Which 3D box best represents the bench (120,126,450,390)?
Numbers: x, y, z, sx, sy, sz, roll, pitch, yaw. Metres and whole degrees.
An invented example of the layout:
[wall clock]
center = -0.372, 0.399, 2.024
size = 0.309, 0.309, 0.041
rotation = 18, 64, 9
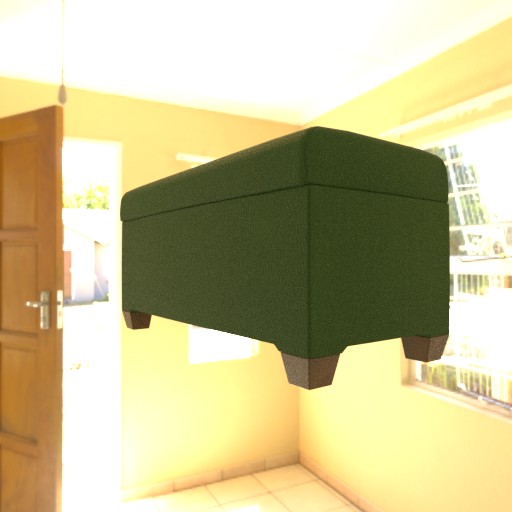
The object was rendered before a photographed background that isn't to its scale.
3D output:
[bench]
center = 0.000, 0.000, 1.315
size = 0.505, 0.501, 0.989
rotation = 0, -1, -36
